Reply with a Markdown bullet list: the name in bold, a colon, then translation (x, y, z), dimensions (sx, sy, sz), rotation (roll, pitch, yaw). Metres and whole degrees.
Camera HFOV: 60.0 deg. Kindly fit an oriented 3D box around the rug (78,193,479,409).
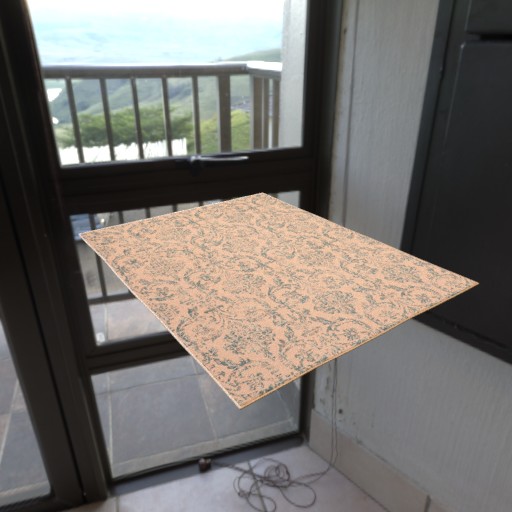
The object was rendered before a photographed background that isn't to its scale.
- **rug**: translation (0.000, 0.000, 4.094), dimensions (2.363, 0.012, 2.980), rotation (-17, 31, -32)
